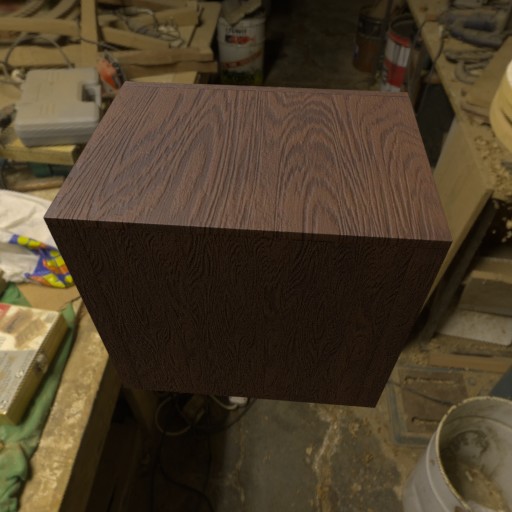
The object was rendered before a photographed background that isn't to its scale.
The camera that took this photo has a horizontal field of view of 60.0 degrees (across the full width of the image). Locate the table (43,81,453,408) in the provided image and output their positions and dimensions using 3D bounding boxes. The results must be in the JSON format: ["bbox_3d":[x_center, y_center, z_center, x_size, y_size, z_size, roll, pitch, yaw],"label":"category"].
[{"bbox_3d":[0.000,0.000,0.964,0.560,0.585,0.439,4,48,3],"label":"table"}]
